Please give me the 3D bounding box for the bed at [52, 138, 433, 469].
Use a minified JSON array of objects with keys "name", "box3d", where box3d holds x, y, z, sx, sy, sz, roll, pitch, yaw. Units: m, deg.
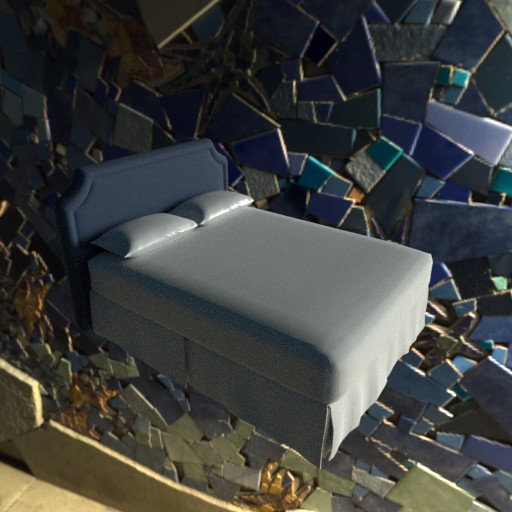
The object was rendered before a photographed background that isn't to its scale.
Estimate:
[{"name":"bed","box3d":[0.000,0.000,3.347,2.260,1.297,1.831,18,31,32]}]
